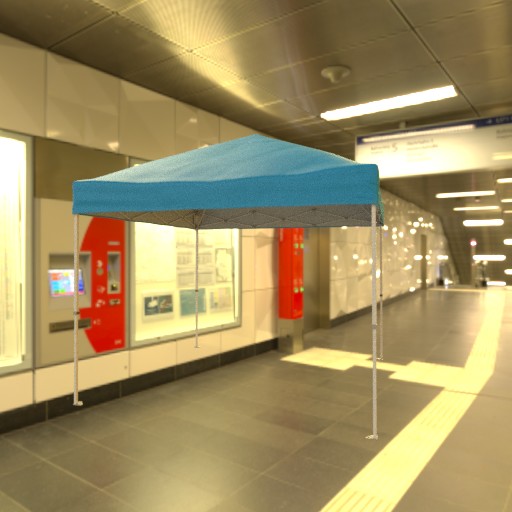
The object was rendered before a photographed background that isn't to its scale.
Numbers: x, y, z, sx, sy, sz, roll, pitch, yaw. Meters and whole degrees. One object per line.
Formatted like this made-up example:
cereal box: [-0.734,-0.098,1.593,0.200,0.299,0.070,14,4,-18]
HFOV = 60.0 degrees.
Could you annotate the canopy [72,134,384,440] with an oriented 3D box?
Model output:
canopy: [0.000,0.000,5.455,2.996,2.997,2.998,0,0,17]
